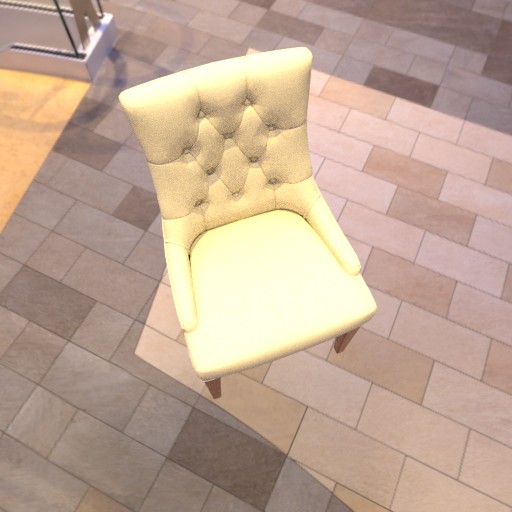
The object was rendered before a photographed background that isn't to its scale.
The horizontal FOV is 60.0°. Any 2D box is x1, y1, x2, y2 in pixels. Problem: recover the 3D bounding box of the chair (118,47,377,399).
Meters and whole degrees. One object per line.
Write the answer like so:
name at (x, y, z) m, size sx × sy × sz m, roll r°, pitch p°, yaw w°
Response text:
chair at (0.000, 0.000, 1.237) m, size 0.509 × 0.874 × 0.565 m, roll -18°, pitch 63°, yaw -9°
